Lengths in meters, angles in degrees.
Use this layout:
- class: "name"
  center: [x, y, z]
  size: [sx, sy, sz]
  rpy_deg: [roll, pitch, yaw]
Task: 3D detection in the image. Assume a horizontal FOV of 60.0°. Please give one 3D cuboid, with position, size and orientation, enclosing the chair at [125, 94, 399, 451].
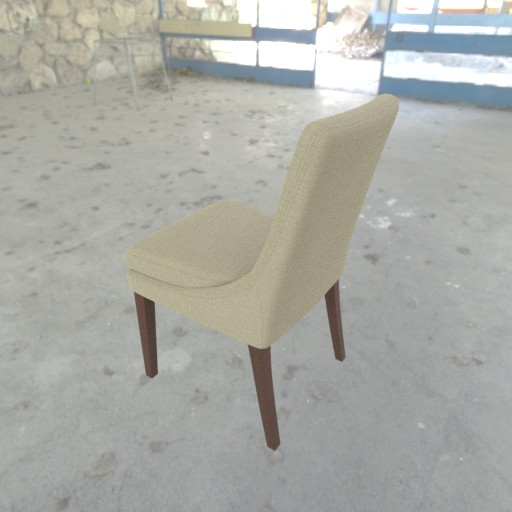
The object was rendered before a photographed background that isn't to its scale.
- class: "chair"
  center: [0.000, 0.000, 1.345]
  size: [0.638, 0.940, 0.515]
  rpy_deg: [19, 35, 30]
